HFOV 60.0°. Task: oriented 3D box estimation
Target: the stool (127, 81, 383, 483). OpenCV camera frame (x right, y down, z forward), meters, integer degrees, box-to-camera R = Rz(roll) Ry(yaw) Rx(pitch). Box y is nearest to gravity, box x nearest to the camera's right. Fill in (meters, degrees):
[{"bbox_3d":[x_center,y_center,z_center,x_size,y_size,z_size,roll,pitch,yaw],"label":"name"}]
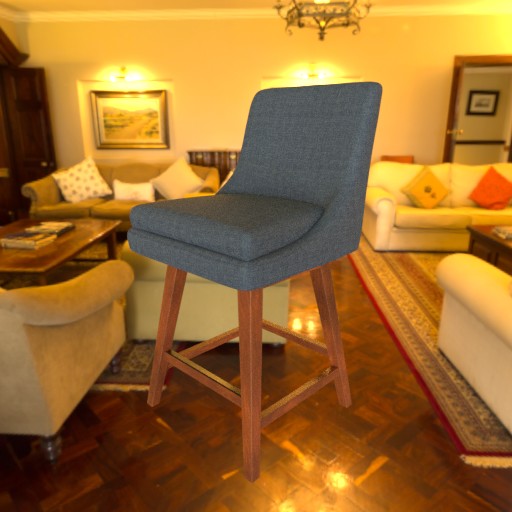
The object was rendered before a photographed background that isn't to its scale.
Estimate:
[{"bbox_3d":[0.000,0.000,1.204,0.467,0.895,0.524,16,23,42],"label":"stool"}]
